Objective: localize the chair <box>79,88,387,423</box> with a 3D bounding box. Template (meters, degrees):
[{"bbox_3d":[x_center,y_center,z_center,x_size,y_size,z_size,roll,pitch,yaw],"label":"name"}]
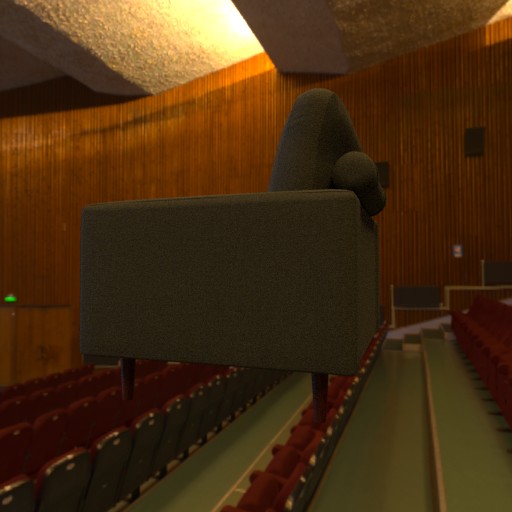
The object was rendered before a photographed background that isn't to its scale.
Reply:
[{"bbox_3d":[0.000,0.000,1.517,0.843,0.880,0.821,0,-1,19],"label":"chair"}]
